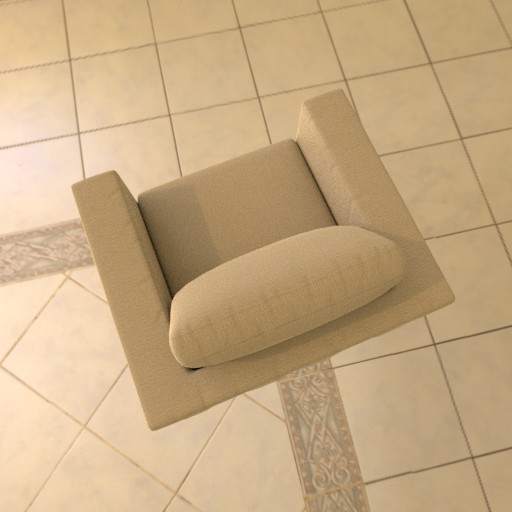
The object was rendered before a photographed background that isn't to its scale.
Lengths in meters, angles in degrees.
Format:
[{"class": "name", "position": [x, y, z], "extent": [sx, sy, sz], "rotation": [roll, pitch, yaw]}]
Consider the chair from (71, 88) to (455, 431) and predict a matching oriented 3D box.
[{"class": "chair", "position": [0.000, 0.000, 1.772], "extent": [1.150, 0.878, 0.957], "rotation": [-22, 75, -6]}]
